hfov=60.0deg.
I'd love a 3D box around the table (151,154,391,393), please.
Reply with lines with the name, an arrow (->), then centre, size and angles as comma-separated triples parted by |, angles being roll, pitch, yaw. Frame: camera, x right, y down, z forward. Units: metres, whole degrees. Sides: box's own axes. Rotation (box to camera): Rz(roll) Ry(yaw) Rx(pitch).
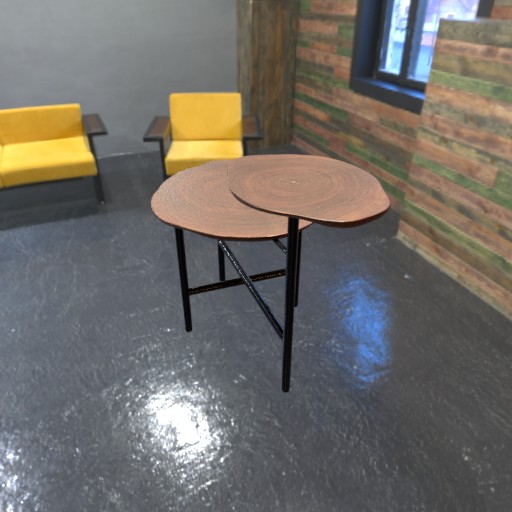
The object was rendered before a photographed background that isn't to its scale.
table -> 0.000, 0.000, 1.074 | 0.442, 0.538, 0.759 | -11, 32, -17
